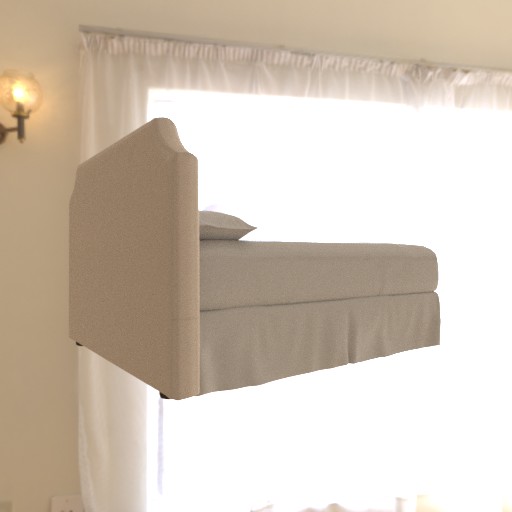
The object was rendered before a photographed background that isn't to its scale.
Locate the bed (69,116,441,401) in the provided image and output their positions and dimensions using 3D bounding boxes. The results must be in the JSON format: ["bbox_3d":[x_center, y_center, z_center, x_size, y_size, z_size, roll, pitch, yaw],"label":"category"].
[{"bbox_3d":[0.000,0.000,3.213,2.164,1.297,1.828,0,0,-36],"label":"bed"}]
